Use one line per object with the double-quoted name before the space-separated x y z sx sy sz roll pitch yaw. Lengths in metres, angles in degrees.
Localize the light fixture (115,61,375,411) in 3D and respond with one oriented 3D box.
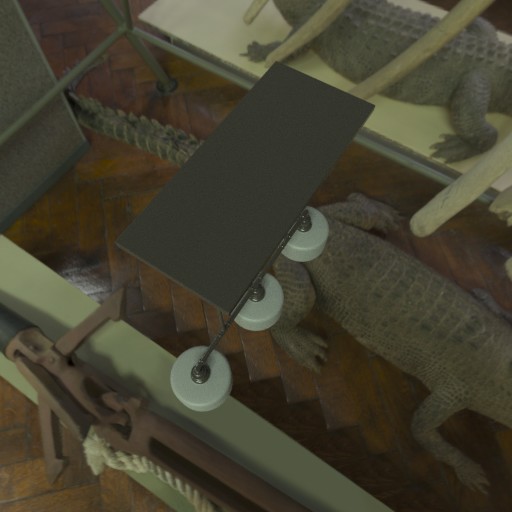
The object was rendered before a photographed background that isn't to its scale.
"light fixture" 0.000 0.000 0.867 0.177 0.557 0.582 30 68 14
